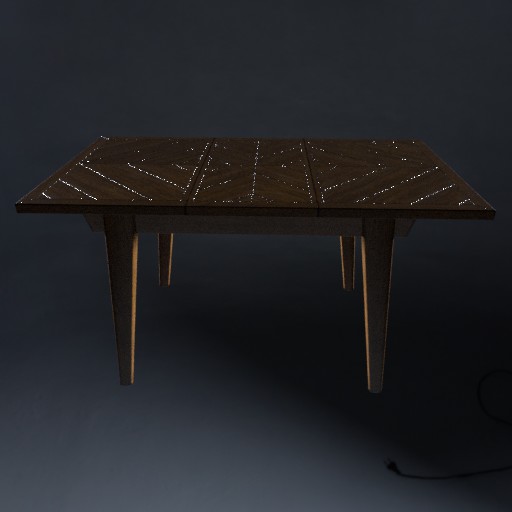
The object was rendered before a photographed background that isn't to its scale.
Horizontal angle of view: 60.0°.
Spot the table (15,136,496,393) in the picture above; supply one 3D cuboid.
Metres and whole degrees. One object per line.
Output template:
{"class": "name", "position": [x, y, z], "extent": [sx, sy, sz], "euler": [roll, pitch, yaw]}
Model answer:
{"class": "table", "position": [0.000, 0.000, 1.804], "extent": [1.400, 0.760, 0.757], "euler": [1, 30, 2]}
